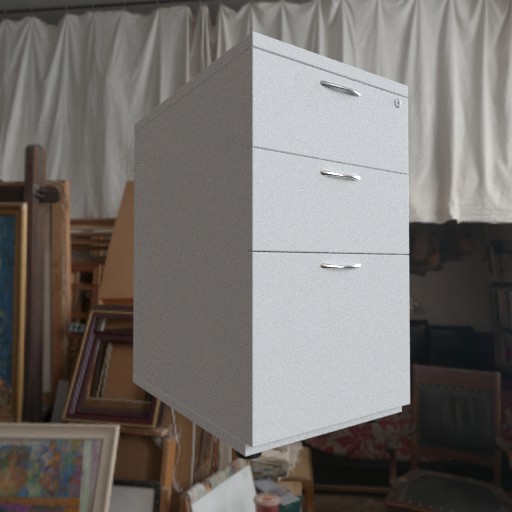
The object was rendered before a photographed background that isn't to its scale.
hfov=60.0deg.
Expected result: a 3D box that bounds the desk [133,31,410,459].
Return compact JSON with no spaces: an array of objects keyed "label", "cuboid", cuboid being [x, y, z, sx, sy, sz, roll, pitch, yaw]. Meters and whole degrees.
[{"label":"desk","cuboid":[0.000,0.000,1.077,0.404,0.730,0.600,1,-1,-34]}]
